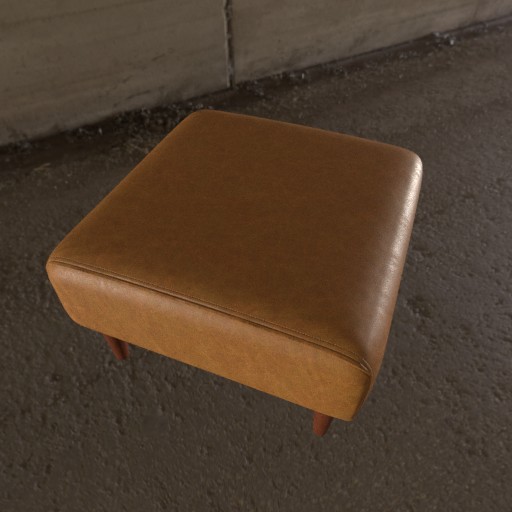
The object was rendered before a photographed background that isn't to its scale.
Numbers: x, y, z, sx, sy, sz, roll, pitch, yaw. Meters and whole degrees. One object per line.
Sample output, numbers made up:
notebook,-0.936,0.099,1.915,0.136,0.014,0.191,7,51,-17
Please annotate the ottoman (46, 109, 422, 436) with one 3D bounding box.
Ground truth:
ottoman,0.000,0.000,1.059,0.650,0.399,0.650,16,48,15
